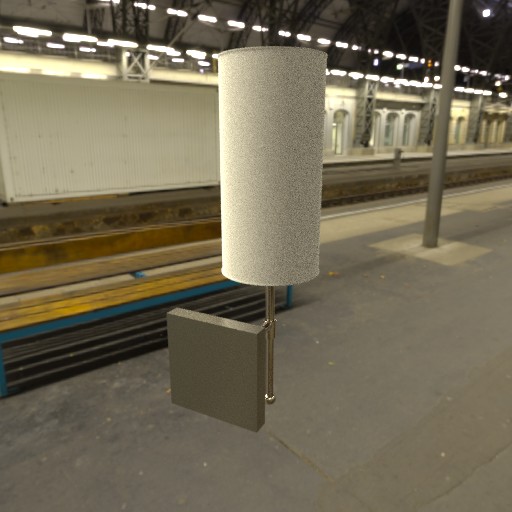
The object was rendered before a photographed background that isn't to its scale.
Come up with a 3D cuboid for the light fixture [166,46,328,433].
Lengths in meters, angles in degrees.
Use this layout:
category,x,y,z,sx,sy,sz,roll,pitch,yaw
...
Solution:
category,x,y,z,sx,sy,sz,roll,pitch,yaw
light fixture,0.000,0.000,0.543,0.128,0.462,0.208,8,17,27
